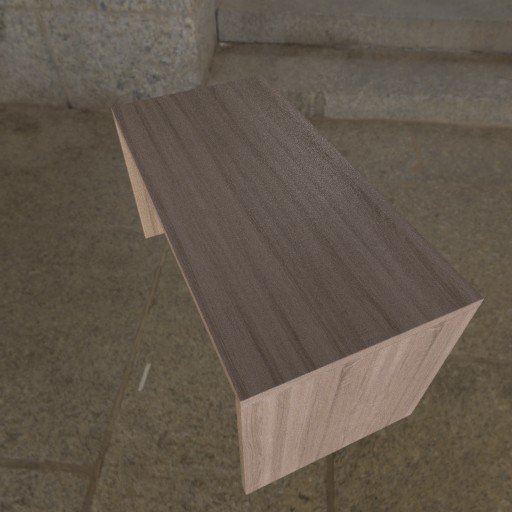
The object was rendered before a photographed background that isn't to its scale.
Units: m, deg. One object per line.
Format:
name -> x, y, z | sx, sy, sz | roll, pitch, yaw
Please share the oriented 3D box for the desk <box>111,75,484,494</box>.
desk -> 0.000, 0.000, 1.762 | 0.690, 0.745, 1.380 | -18, 50, -16
